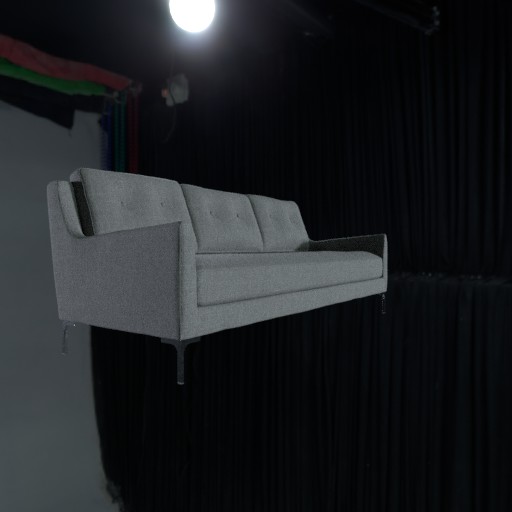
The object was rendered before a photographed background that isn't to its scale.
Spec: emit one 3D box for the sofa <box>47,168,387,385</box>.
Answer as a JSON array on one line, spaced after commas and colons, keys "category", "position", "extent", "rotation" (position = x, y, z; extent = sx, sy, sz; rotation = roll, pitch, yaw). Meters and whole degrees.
[{"category": "sofa", "position": [0.000, 0.000, 2.558], "extent": [0.849, 0.837, 2.060], "rotation": [1, 2, 36]}]
